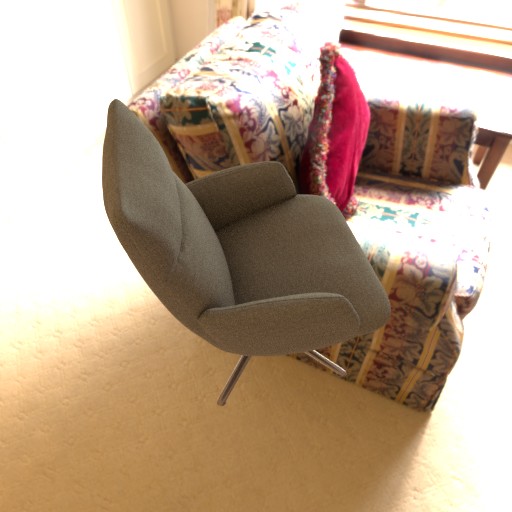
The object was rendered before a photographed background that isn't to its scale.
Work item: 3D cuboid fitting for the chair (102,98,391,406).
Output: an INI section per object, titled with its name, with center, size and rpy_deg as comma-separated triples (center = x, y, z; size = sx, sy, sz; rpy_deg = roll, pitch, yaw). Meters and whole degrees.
[chair]
center = 0.000, 0.000, 1.513
size = 0.831, 0.984, 0.702
rpy_deg = -11, 49, -9
